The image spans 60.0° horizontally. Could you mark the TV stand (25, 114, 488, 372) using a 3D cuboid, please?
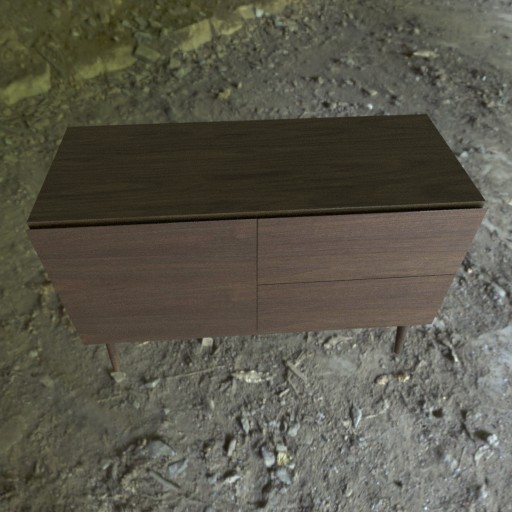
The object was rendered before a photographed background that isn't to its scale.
[{"bbox_3d":[0.000,0.000,1.317,0.990,0.660,0.405,-3,46,-3],"label":"TV stand"}]
